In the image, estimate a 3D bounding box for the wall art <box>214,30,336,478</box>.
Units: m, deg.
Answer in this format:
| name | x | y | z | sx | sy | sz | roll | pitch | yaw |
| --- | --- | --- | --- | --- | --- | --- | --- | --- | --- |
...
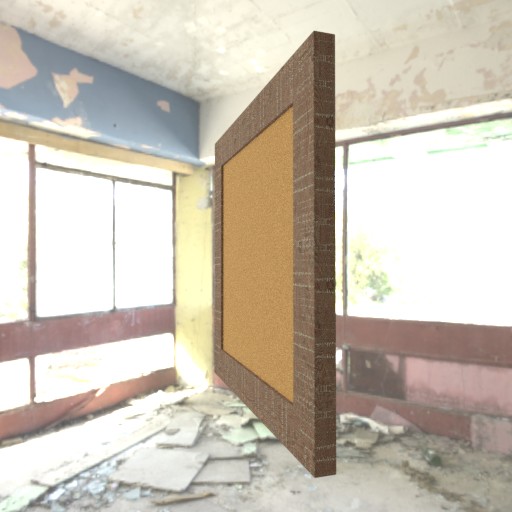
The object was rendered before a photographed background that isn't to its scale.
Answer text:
| name | x | y | z | sx | sy | sz | roll | pitch | yaw |
| --- | --- | --- | --- | --- | --- | --- | --- | --- | --- |
| wall art | 0.000 | 0.000 | 0.782 | 0.029 | 0.531 | 0.531 | 0 | -1 | -18 |
